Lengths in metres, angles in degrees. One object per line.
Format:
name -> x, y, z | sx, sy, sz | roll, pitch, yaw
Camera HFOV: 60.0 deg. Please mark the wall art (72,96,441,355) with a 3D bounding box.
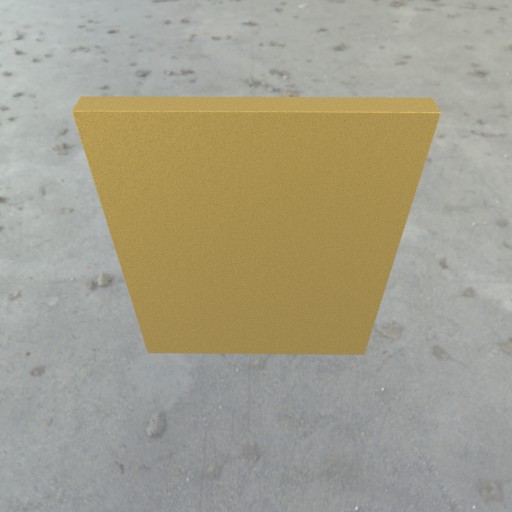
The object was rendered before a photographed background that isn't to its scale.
wall art -> 0.000, 0.000, 0.887 | 0.537, 0.642, 0.048 | 0, 45, 0
